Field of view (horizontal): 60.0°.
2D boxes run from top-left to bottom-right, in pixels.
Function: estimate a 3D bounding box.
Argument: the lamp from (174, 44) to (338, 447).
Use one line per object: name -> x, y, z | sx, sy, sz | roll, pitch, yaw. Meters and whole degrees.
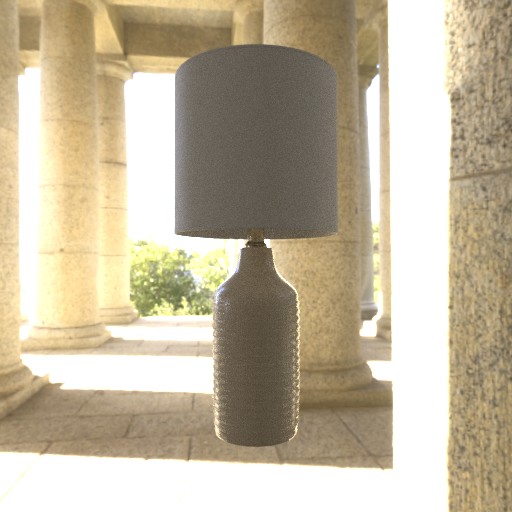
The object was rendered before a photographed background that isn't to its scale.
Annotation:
lamp -> 0.000, 0.000, 0.606 | 0.220, 0.475, 0.220 | 1, -1, -35
